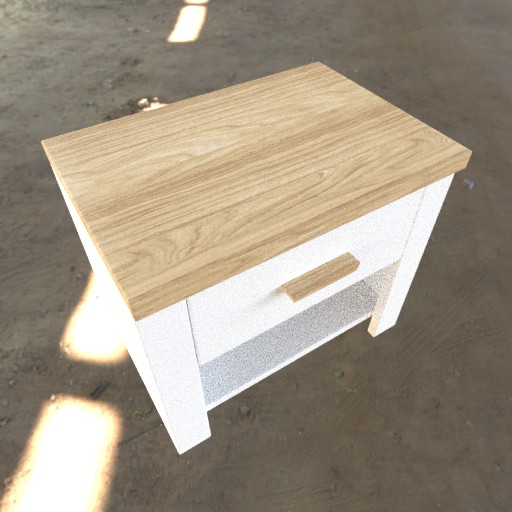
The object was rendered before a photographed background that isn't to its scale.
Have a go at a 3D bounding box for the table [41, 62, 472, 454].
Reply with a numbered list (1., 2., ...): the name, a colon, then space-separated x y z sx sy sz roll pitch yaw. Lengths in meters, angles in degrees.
1. table: 0.000 0.000 0.779 0.500 0.440 0.360 -25 51 -21
